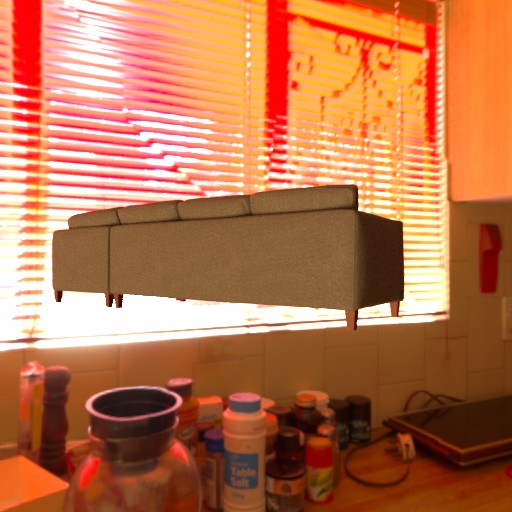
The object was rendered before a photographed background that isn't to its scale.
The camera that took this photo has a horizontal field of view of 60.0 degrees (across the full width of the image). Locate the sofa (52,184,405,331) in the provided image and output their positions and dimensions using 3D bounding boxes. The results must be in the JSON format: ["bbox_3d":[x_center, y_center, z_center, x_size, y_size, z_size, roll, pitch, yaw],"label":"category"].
[{"bbox_3d":[0.000,0.000,4.573,3.302,0.947,2.593,-1,-1,35],"label":"sofa"}]
